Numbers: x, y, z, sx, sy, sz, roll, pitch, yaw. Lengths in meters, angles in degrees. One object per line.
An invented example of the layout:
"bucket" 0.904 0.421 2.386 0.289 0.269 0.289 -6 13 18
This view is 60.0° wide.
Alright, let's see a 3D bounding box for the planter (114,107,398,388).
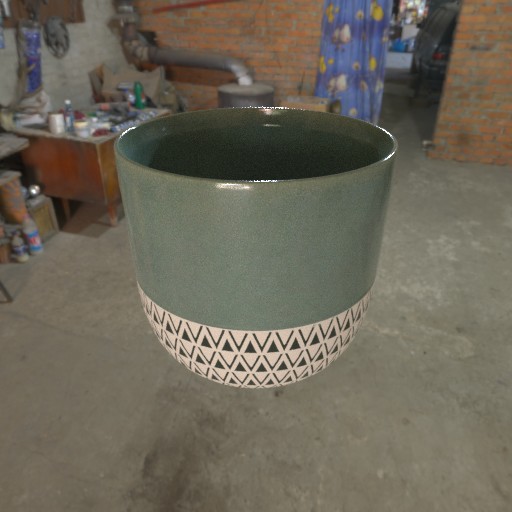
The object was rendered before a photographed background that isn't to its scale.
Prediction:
"planter" 0.000 0.000 0.495 0.266 0.270 0.266 0 30 0
